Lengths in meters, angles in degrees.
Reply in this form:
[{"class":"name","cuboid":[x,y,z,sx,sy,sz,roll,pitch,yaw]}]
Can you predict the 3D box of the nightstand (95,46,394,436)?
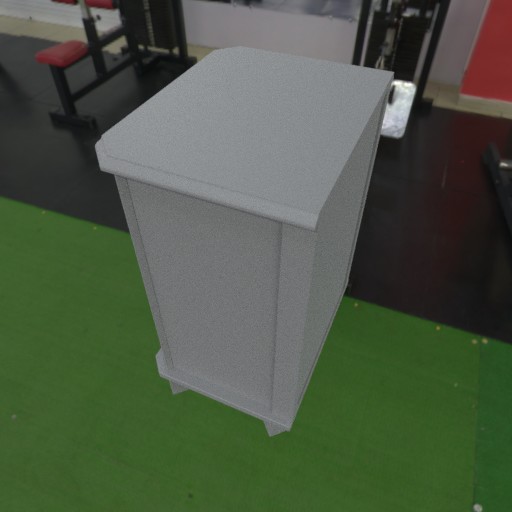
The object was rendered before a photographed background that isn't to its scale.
[{"class":"nightstand","cuboid":[0.000,0.000,0.943,0.350,0.680,0.450,17,48,17]}]
